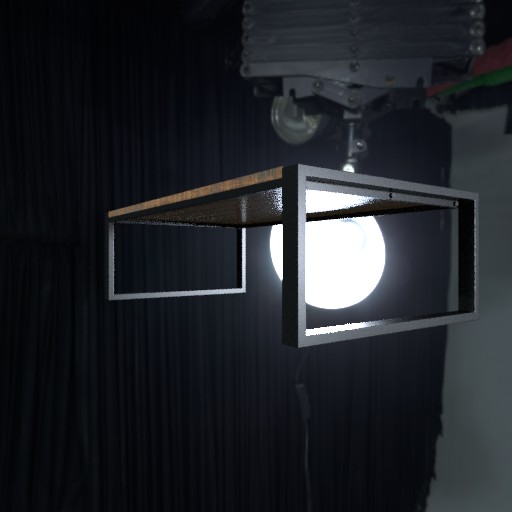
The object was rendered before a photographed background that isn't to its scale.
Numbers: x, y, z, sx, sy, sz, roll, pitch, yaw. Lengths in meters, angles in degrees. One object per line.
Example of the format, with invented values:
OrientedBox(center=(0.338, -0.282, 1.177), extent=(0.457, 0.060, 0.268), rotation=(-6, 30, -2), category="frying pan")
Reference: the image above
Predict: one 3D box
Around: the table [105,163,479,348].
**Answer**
OrientedBox(center=(0.000, 0.000, 1.718), extent=(0.750, 0.400, 1.350), rotation=(0, 0, -36), category="table")
